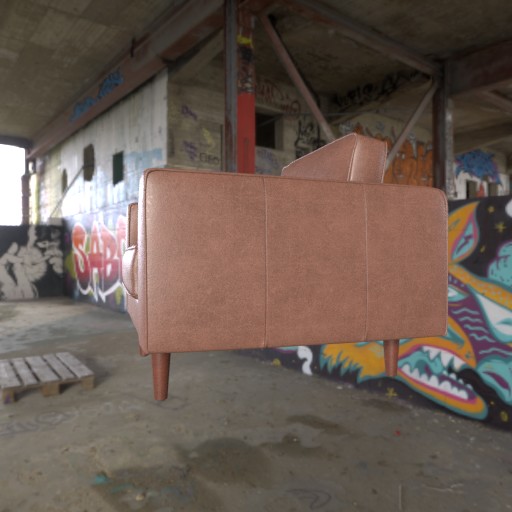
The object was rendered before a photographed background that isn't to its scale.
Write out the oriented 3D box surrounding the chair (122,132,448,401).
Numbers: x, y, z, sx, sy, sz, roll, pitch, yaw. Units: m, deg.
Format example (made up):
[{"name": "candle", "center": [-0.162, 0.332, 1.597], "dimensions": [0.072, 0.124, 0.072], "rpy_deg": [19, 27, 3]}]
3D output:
[{"name": "chair", "center": [0.000, 0.000, 1.557], "dimensions": [0.900, 0.770, 0.920], "rpy_deg": [0, 0, -19]}]
